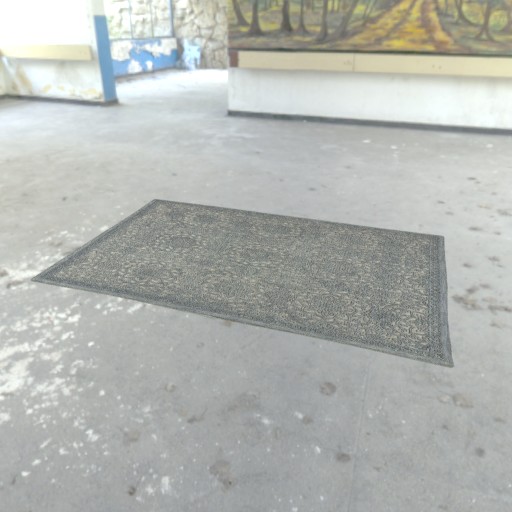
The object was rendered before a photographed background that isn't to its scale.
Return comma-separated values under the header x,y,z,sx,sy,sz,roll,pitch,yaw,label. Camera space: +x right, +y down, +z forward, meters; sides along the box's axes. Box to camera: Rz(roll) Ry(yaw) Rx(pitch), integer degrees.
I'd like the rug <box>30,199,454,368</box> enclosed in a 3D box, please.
x,y,z,sx,sy,sz,roll,pitch,yaw,label
0.000,0.000,3.079,2.498,0.022,1.535,9,29,17,rug
